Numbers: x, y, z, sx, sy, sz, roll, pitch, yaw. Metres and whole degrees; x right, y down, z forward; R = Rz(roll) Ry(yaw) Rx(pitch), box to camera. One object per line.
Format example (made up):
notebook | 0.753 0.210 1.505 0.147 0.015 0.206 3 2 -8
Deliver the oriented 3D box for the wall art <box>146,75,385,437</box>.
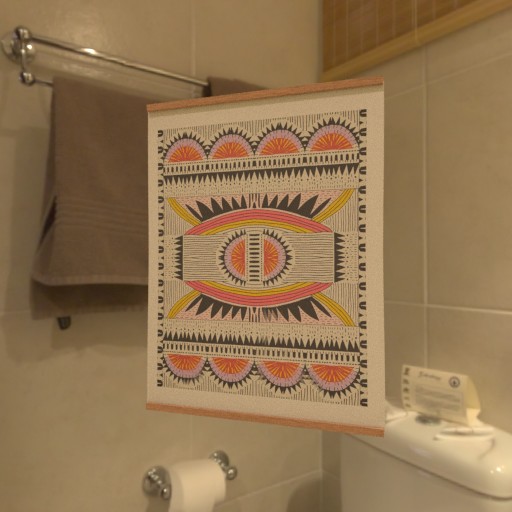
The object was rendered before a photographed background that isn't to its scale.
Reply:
wall art | 0.000 0.000 1.374 0.765 1.016 0.028 0 -1 18
